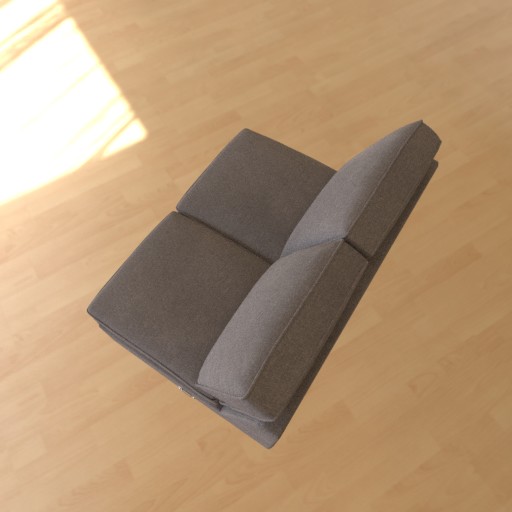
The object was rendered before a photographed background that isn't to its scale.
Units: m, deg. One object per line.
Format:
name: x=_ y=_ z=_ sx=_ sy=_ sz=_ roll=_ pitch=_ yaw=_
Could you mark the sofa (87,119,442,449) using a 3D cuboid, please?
sofa: x=0.000 y=0.000 z=1.942 sx=0.951 sy=1.008 sz=1.237 roll=30 pitch=68 yaw=14
